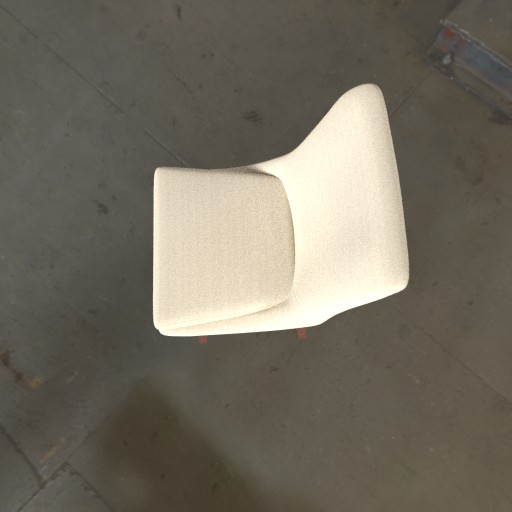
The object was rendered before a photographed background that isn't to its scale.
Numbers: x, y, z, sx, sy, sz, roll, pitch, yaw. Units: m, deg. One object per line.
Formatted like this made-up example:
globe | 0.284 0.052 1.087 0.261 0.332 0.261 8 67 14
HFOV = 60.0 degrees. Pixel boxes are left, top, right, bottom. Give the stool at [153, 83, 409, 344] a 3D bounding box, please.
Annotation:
stool | 0.000 0.000 1.368 0.559 1.093 0.483 -3 75 -1
